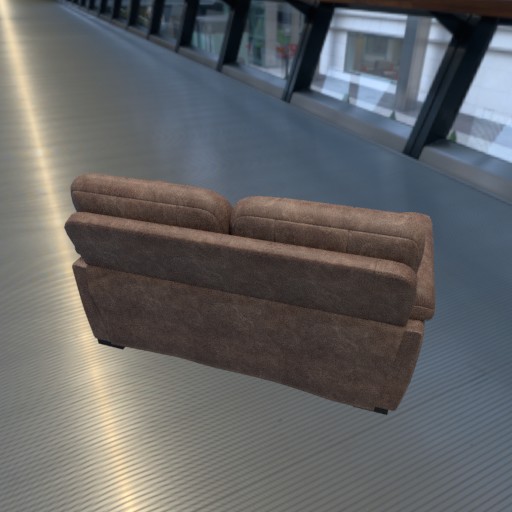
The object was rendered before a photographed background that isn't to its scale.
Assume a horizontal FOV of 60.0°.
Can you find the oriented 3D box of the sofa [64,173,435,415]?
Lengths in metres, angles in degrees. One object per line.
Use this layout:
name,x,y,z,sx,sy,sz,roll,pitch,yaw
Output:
sofa,0.000,0.000,2.346,1.753,0.991,0.991,10,33,15
